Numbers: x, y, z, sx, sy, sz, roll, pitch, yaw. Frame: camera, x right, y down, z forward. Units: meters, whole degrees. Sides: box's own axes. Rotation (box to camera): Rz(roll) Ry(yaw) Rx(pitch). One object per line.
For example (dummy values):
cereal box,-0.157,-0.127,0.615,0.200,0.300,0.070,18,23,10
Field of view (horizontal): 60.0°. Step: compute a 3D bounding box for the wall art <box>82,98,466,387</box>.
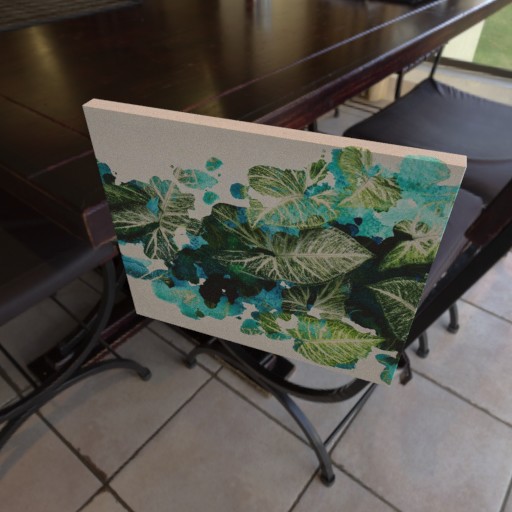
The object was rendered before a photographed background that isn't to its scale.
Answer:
wall art,0.000,0.000,0.994,0.711,0.610,0.043,13,43,15
